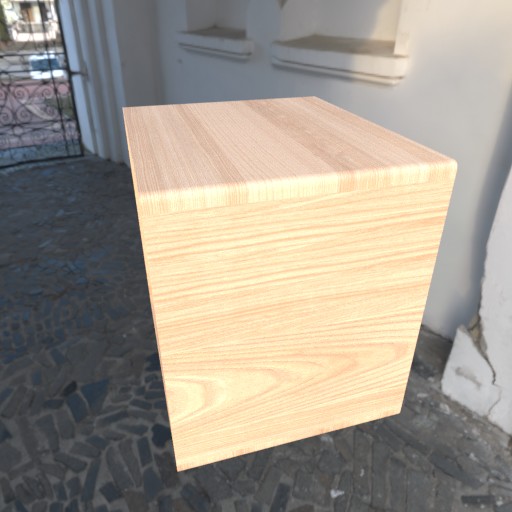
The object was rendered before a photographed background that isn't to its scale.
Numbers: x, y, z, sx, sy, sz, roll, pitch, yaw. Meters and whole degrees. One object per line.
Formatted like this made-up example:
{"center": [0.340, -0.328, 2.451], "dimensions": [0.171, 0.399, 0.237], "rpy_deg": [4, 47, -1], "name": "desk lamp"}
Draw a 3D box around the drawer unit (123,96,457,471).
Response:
{"center": [0.000, 0.000, 0.603], "dimensions": [0.290, 0.344, 0.344], "rpy_deg": [-8, 31, -14], "name": "drawer unit"}
